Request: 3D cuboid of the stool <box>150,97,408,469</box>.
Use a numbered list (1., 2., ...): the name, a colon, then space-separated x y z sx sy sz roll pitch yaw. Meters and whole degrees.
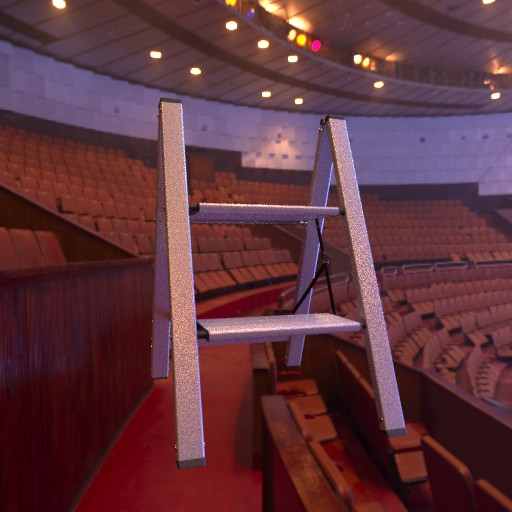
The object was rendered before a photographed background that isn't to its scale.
1. stool: 0.000 0.000 1.021 0.440 0.670 0.535 0 1 -18
